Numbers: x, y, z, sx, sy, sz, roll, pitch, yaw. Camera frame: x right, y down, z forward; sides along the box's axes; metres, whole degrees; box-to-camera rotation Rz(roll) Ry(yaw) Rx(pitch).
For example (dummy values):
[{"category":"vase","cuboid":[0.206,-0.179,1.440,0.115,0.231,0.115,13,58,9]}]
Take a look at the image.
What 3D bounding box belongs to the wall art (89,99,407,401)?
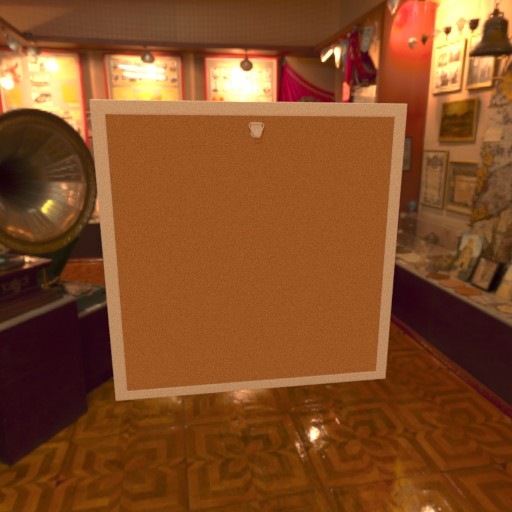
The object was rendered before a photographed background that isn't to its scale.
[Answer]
[{"category":"wall art","cuboid":[0.000,0.000,1.158,0.761,0.762,0.050,-2,14,-9]}]
